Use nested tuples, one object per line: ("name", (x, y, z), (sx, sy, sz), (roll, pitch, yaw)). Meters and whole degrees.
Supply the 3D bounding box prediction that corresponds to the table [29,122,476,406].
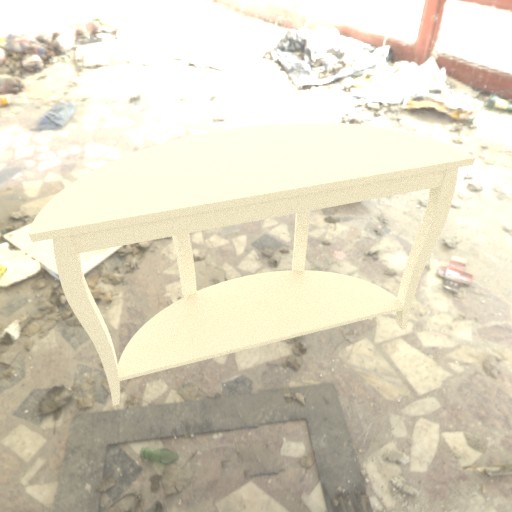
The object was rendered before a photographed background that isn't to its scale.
("table", (0.000, 0.000, 1.556), (1.219, 0.780, 0.394), (-11, 43, -13))
